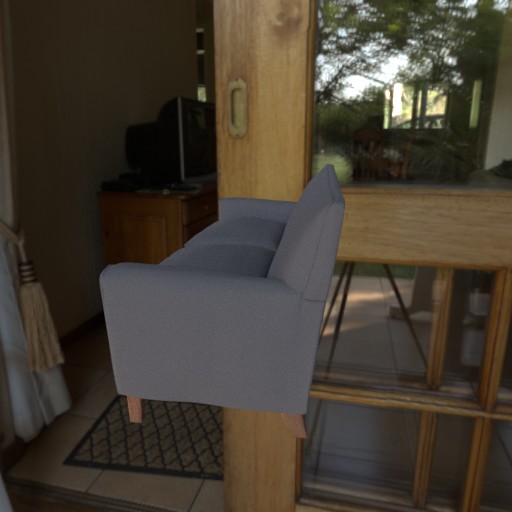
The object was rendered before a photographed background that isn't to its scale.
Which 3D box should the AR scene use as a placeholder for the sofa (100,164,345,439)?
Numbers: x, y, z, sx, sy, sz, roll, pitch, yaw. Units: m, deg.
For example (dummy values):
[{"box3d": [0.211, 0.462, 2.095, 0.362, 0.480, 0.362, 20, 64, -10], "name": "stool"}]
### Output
[{"box3d": [0.000, 0.000, 2.432, 0.843, 0.907, 2.002, 2, 15, 8], "name": "sofa"}]
